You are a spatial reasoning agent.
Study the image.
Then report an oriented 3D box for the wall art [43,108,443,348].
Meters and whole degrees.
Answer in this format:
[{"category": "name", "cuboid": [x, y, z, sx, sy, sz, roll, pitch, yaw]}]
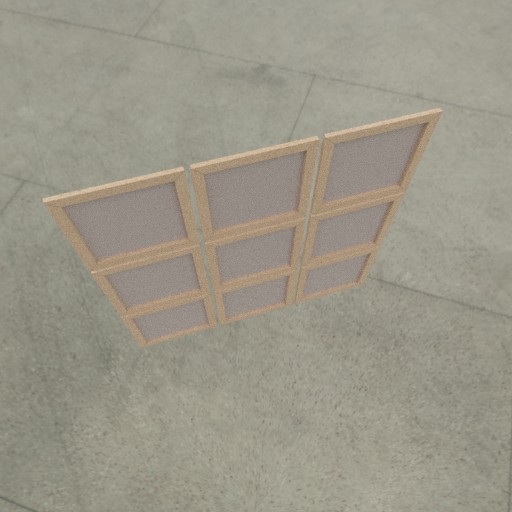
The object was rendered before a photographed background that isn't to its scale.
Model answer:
[{"category": "wall art", "cuboid": [0.000, 0.000, 1.371, 0.917, 0.910, 0.012, -15, 61, -9]}]
